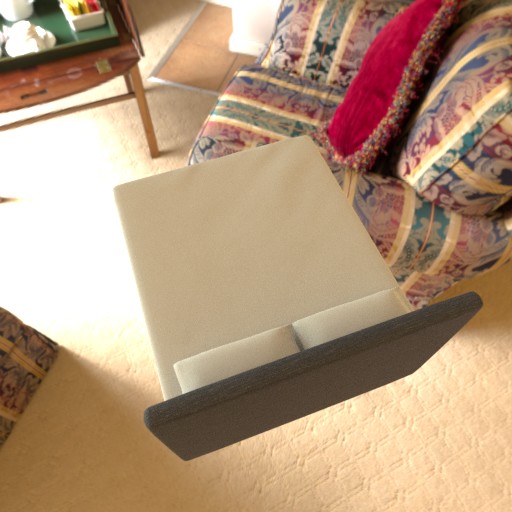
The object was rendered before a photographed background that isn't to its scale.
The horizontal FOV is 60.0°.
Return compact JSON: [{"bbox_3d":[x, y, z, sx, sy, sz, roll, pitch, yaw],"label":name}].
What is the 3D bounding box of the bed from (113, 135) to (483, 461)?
[{"bbox_3d":[0.000,0.000,3.214,1.884,1.330,2.142,-17,60,-10],"label":"bed"}]
